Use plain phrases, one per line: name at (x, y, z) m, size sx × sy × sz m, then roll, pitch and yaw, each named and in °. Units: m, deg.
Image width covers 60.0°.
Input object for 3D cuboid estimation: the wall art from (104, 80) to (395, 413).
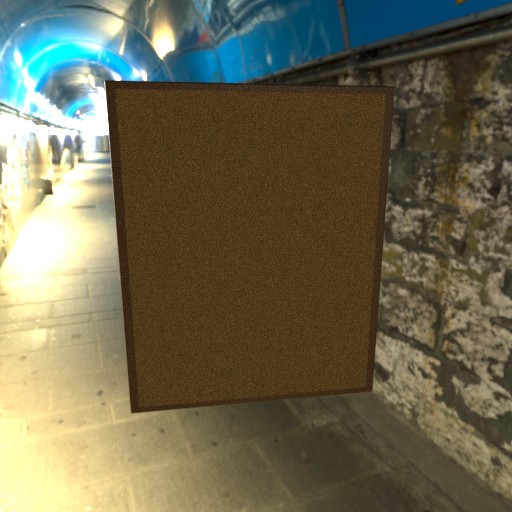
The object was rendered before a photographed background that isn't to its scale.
wall art at (0.000, 0.000, 0.755) m, size 0.449 × 0.550 × 0.021 m, roll -2°, pitch 15°, yaw -9°
